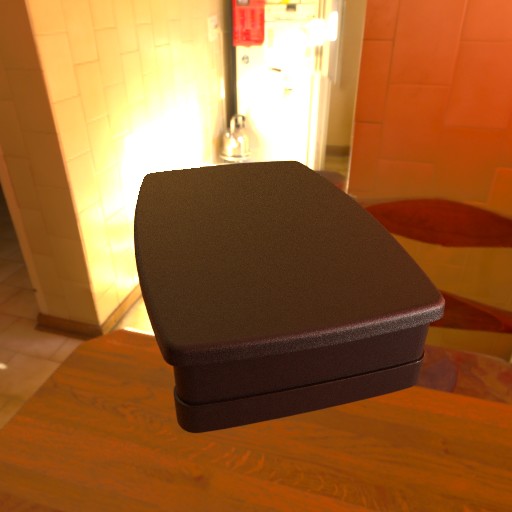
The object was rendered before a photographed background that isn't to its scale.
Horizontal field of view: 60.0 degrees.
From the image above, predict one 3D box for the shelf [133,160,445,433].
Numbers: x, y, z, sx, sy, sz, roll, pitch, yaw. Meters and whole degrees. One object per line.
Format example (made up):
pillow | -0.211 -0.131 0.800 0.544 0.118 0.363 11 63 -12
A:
shelf | 0.000 0.000 0.539 0.280 0.100 0.410 -8 31 -13
